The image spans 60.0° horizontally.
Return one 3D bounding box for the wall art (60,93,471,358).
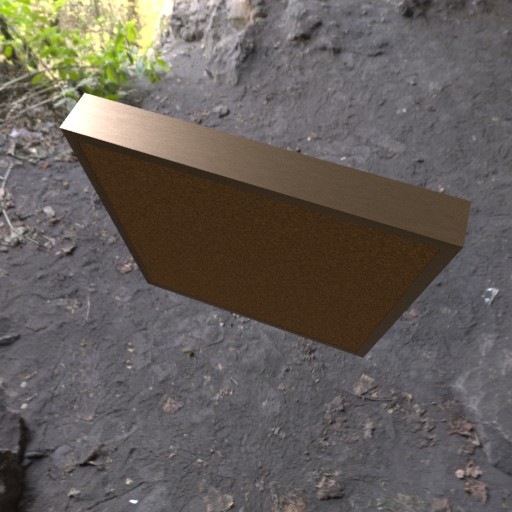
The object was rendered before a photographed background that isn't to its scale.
[{"bbox_3d":[0.000,0.000,0.459,0.304,0.305,0.038,18,65,9],"label":"wall art"}]
